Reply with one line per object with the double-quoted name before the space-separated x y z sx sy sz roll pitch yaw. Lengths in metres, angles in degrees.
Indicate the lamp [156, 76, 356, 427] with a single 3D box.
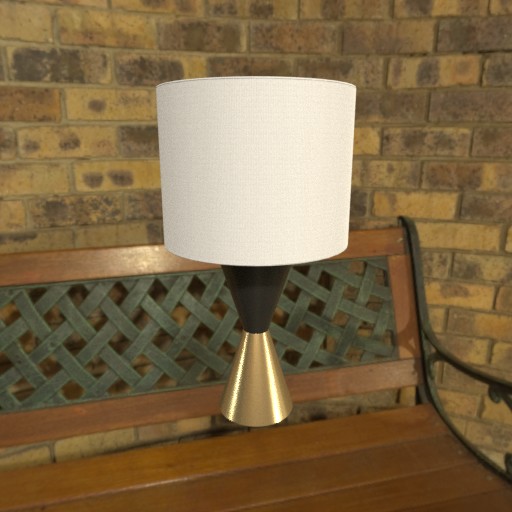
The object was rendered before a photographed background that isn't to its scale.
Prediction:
"lamp" 0.000 0.000 0.757 0.304 0.573 0.304 -14 20 -42
